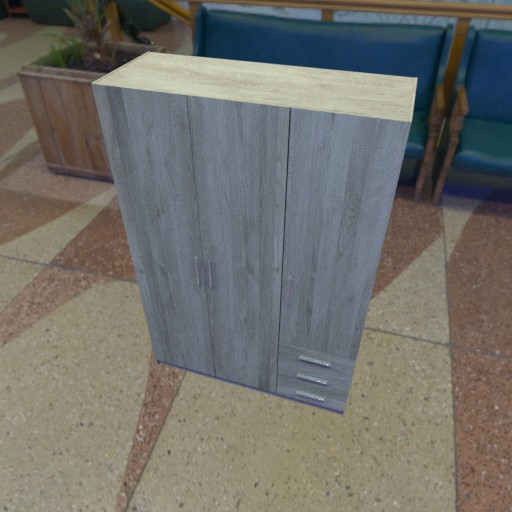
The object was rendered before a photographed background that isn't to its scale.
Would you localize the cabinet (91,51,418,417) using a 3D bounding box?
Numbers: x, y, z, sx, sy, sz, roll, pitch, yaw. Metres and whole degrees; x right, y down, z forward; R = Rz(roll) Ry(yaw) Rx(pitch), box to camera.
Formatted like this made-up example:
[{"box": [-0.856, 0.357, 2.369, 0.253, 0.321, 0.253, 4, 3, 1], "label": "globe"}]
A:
[{"box": [0.000, 0.000, 2.474, 1.290, 1.910, 0.510, 12, 41, 14], "label": "cabinet"}]
